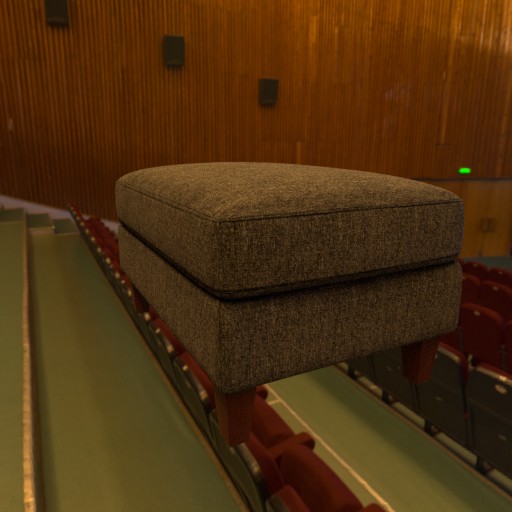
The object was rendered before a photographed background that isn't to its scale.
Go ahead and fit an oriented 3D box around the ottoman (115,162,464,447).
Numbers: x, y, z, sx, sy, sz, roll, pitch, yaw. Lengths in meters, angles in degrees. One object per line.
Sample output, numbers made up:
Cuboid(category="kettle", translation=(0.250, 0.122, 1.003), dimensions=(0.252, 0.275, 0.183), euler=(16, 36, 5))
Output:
Cuboid(category="ottoman", translation=(0.000, 0.000, 1.188), dimensions=(0.584, 0.483, 0.864), euler=(-7, 16, -27))
